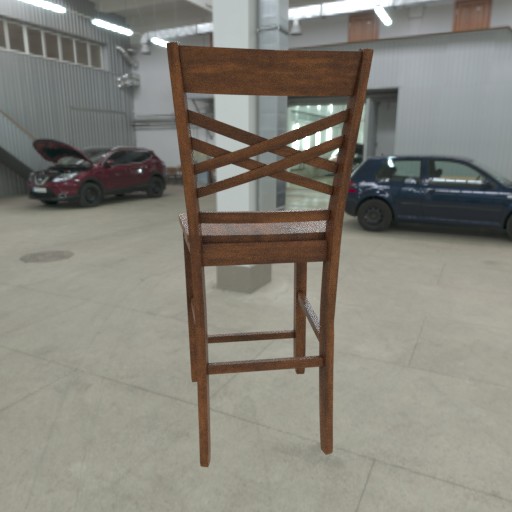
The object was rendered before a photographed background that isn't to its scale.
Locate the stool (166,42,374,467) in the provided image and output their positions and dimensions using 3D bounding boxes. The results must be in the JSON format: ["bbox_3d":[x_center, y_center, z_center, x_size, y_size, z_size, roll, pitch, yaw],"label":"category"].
[{"bbox_3d":[0.000,0.000,1.342,0.462,1.079,0.539,-2,14,-8],"label":"stool"}]
